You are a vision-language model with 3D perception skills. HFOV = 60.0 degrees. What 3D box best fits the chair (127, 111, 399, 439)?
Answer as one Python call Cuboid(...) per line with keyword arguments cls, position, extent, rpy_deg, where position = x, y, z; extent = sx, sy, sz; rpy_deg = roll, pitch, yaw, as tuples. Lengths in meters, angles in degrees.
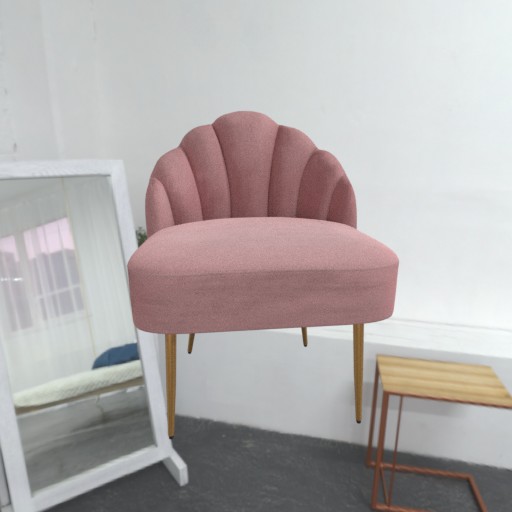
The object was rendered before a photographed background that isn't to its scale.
Cuboid(cls="chair", position=(0.000, 0.000, 1.278), extent=(0.657, 0.819, 0.599), rpy_deg=(-2, 16, -7))
